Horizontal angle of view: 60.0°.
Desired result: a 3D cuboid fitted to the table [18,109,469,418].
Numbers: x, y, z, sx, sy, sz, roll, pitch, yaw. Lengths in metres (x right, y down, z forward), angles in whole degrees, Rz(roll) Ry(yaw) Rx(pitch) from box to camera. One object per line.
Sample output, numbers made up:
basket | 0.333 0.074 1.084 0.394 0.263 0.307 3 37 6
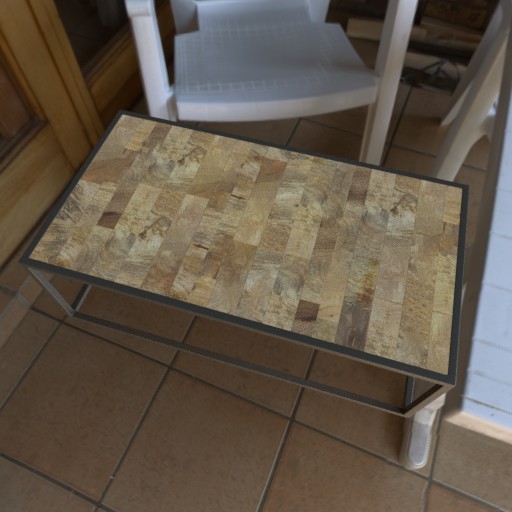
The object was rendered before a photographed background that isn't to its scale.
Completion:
table | 0.000 0.000 1.484 1.199 0.398 0.649 14 60 8
